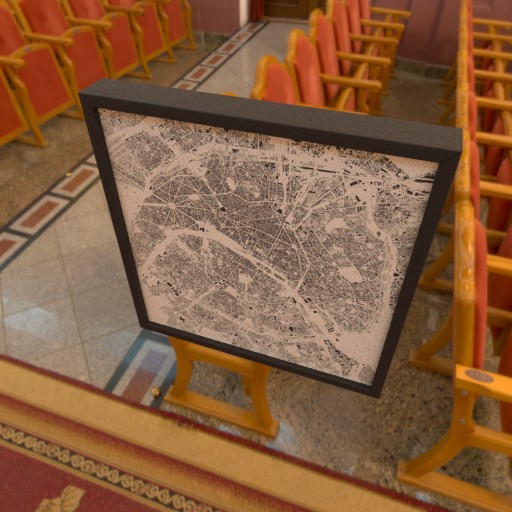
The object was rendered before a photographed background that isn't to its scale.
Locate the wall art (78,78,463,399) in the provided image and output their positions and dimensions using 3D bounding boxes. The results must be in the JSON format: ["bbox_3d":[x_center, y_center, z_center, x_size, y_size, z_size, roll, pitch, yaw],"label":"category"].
[{"bbox_3d":[0.000,0.000,0.446,0.305,0.305,0.037,13,43,15],"label":"wall art"}]
